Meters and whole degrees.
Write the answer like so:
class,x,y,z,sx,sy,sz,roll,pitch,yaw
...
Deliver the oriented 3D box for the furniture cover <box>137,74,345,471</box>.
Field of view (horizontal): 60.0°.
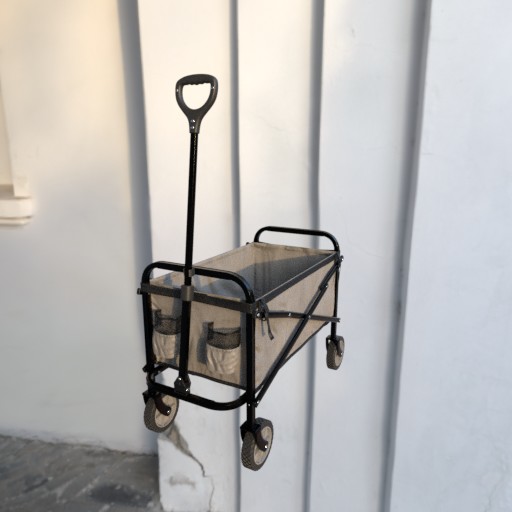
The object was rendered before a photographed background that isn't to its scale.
class,x,y,z,sx,sy,sz,roll,pitch,yaw
furniture cover,0.000,0.000,1.814,0.532,1.295,1.038,7,16,28
